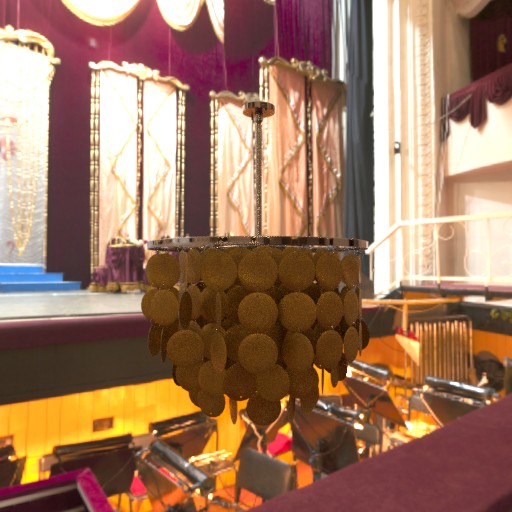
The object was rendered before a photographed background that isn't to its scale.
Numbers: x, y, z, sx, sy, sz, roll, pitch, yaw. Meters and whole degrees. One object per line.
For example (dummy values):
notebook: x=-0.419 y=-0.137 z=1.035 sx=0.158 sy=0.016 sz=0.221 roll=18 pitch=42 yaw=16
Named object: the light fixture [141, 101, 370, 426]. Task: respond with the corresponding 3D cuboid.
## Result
light fixture: x=0.000 y=0.000 z=0.730 sx=0.368 sy=0.492 sz=0.368 roll=0 pitch=-2 yaw=0
